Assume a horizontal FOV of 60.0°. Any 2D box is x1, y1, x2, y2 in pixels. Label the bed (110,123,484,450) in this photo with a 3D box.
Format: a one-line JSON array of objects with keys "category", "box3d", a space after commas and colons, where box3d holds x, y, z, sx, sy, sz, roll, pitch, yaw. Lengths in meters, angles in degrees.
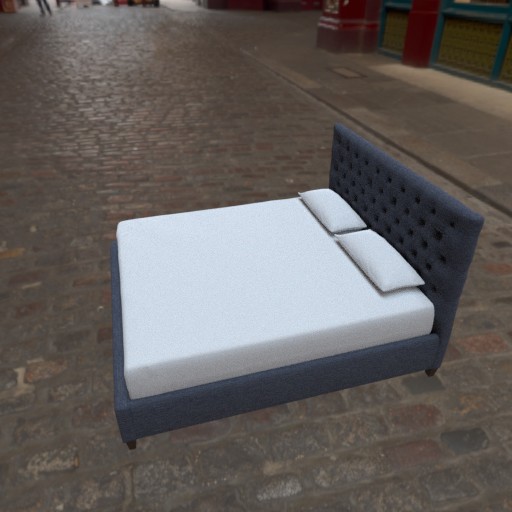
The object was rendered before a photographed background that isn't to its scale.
[{"category": "bed", "box3d": [0.000, 0.000, 3.633, 2.387, 1.427, 2.078, -9, 34, -13]}]
